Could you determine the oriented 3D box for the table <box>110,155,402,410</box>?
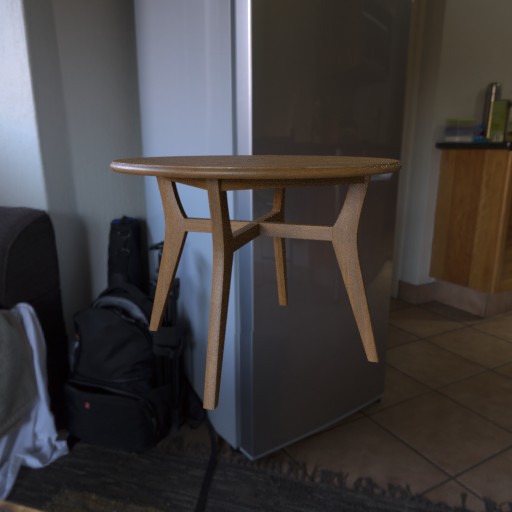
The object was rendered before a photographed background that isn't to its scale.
[{"bbox_3d":[0.000,0.000,1.773,1.055,0.757,1.055,0,14,0],"label":"table"}]
